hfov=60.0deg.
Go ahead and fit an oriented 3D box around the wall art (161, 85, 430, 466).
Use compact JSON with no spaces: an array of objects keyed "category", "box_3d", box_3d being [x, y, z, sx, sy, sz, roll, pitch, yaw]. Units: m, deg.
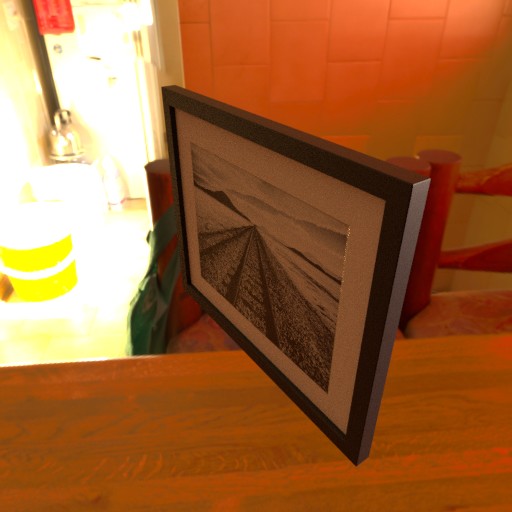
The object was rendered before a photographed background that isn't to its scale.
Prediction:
[{"category":"wall art","box_3d":[0.000,0.000,0.747,0.029,0.458,0.559,-21,38,-30]}]
